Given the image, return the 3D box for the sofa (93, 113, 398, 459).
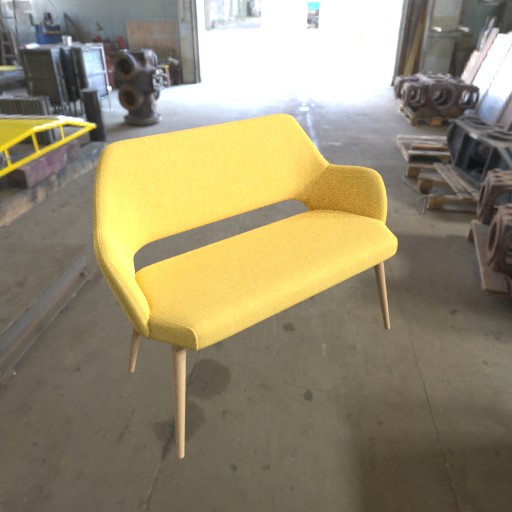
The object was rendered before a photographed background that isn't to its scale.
[{"bbox_3d":[0.000,0.000,1.630,1.150,0.840,0.610,-21,36,-33],"label":"sofa"}]
